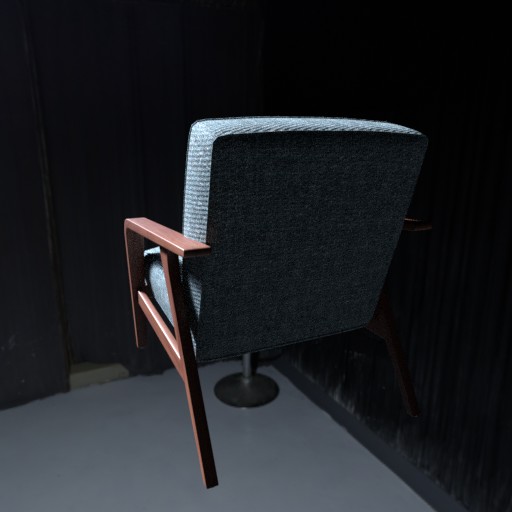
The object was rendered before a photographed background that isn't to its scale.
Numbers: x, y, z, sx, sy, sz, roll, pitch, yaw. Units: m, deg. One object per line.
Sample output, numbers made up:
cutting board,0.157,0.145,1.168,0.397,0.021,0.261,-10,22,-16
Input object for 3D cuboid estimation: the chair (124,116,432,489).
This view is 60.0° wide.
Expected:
chair,0.000,0.000,1.476,0.719,0.864,0.889,-7,17,-25
